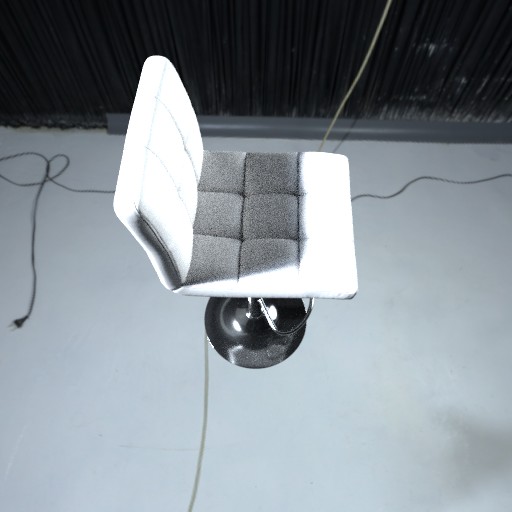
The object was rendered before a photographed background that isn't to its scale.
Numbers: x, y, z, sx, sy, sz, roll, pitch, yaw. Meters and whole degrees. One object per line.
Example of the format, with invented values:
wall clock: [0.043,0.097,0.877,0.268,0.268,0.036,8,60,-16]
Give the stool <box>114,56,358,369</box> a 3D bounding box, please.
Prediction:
stool: [0.000,0.000,1.346,0.505,1.115,0.430,2,63,1]
